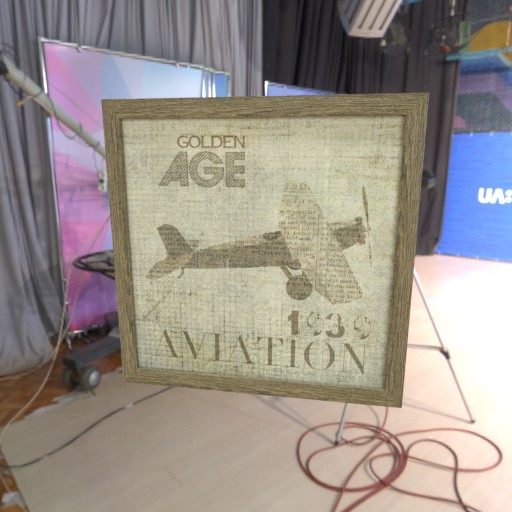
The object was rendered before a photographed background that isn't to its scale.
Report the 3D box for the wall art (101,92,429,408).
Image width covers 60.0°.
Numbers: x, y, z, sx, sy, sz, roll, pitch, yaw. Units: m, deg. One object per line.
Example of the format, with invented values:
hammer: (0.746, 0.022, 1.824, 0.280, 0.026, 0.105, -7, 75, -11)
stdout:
wall art: (0.000, 0.000, 0.747, 0.508, 0.508, 0.019, 2, 14, 10)
